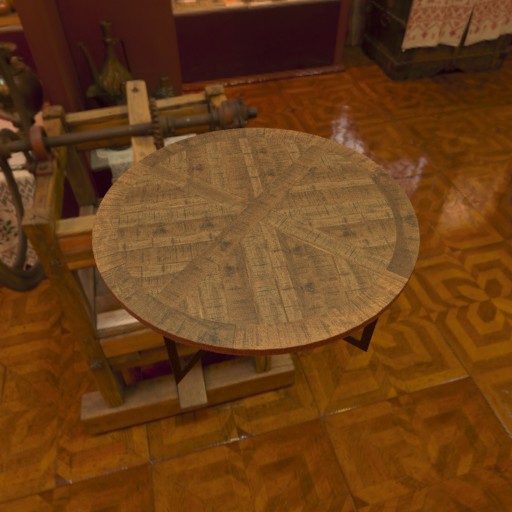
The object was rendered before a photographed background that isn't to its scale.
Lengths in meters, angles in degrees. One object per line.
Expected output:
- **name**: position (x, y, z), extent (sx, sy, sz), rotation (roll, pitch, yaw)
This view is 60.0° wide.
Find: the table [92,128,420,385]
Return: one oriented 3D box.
- **table**: position (0.000, 0.000, 1.945), extent (1.264, 0.516, 1.264), rotation (0, 46, 0)
